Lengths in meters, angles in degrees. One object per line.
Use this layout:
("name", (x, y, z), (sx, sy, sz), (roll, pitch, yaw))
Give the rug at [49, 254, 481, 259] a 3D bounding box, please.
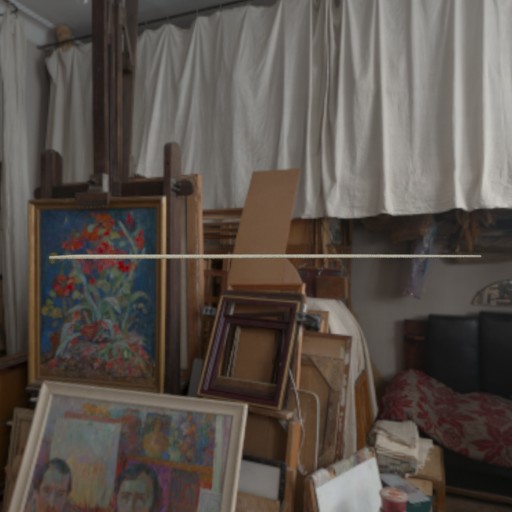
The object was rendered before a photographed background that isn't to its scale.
("rug", (0.000, 0.000, 3.074), (2.441, 0.014, 1.531), (0, 0, -18))
